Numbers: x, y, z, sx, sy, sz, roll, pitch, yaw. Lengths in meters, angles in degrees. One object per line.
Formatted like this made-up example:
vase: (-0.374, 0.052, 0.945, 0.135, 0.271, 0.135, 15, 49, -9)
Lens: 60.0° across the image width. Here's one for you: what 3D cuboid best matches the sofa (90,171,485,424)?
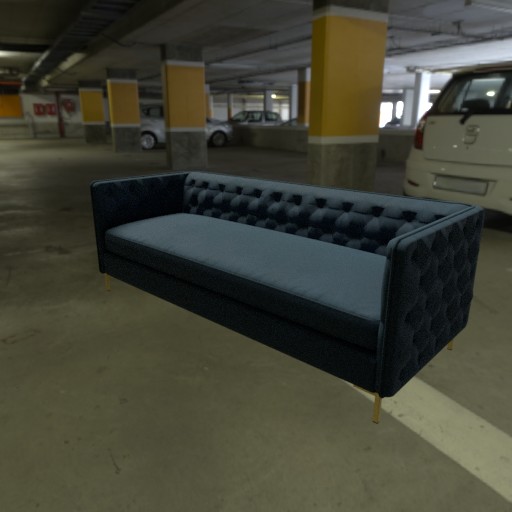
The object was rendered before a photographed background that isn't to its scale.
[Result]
sofa: (0.000, 0.000, 2.600, 2.209, 0.771, 0.895, 15, 23, 40)
